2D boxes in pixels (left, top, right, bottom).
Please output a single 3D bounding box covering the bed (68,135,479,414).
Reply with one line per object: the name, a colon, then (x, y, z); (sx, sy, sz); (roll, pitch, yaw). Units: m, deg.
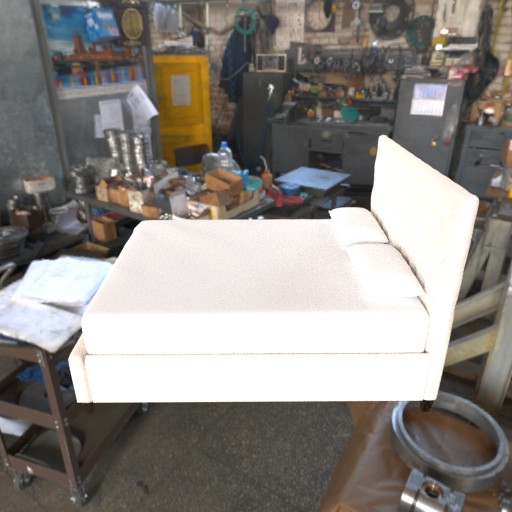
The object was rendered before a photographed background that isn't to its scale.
bed: (0.000, 0.000, 3.229); (2.233, 1.426, 1.696); (0, 26, -1)
